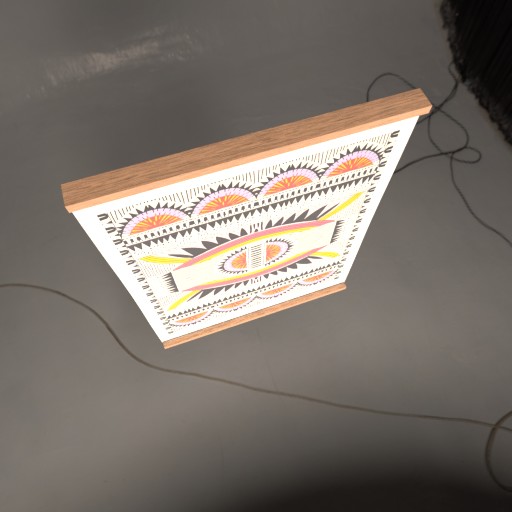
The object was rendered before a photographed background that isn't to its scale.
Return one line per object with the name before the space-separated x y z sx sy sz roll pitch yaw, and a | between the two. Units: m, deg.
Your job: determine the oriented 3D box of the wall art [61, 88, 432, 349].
wall art | 0.000 0.000 0.698 0.403 0.527 0.028 -17 65 -8
